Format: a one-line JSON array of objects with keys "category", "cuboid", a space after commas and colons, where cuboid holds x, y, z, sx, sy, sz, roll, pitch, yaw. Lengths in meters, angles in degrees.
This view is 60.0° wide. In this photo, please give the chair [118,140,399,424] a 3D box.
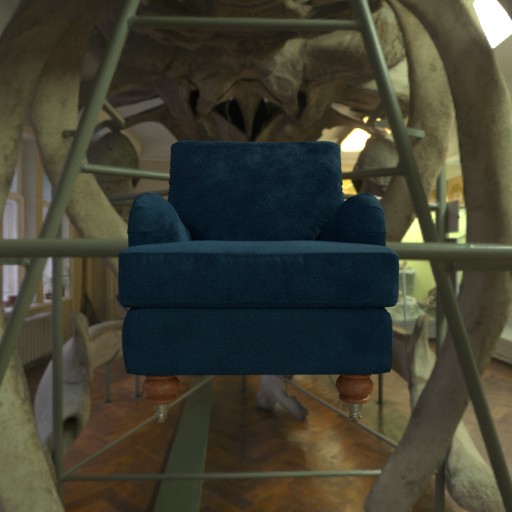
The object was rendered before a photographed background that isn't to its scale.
[{"category": "chair", "cuboid": [0.000, 0.000, 1.845, 0.895, 1.076, 1.078, 0, 1, -1]}]
